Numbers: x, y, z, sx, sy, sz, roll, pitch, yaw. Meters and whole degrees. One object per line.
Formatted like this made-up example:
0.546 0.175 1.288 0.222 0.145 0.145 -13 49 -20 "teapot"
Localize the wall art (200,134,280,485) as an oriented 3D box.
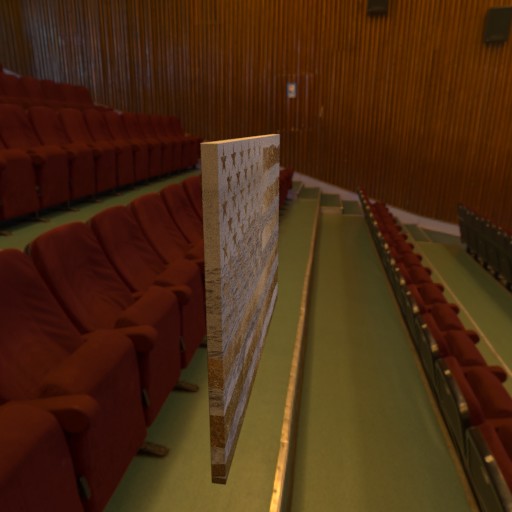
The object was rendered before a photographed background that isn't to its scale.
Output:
0.000 0.000 1.176 0.027 0.610 0.932 2 16 8 "wall art"
